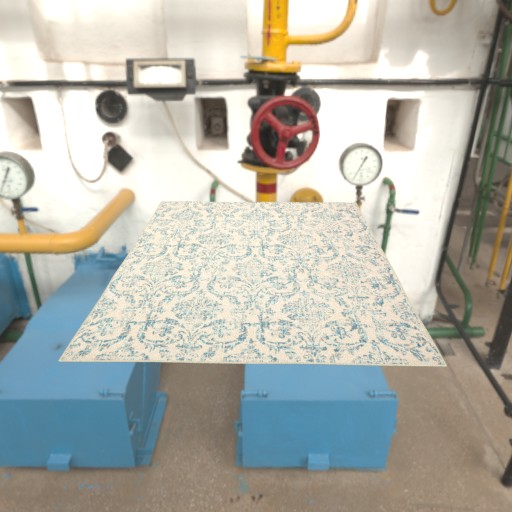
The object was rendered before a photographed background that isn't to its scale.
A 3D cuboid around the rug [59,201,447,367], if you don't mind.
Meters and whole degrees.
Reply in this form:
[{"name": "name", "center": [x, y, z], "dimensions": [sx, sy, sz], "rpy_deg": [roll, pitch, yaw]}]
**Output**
[{"name": "rug", "center": [0.000, 0.000, 4.027], "dimensions": [2.363, 0.012, 2.980], "rpy_deg": [0, 26, 1]}]
